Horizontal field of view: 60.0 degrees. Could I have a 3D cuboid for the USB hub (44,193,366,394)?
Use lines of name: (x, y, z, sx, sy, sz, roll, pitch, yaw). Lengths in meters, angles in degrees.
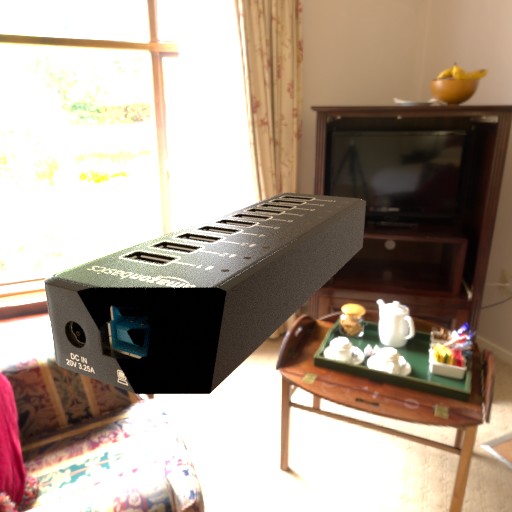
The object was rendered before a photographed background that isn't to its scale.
USB hub: (0.000, 0.000, 0.161, 0.044, 0.023, 0.145, 9, 19, 26)
